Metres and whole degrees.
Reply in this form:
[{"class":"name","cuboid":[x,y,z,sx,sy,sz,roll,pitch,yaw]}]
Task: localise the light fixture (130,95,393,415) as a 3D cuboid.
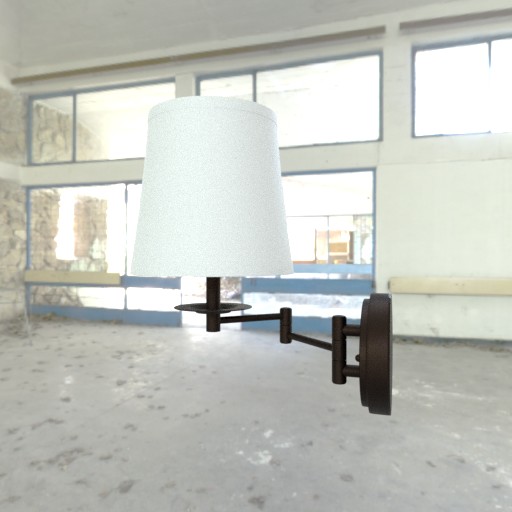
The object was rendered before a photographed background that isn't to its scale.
[{"class":"light fixture","cuboid":[0.000,0.000,0.268,0.157,0.172,0.100,0,0,18]}]
